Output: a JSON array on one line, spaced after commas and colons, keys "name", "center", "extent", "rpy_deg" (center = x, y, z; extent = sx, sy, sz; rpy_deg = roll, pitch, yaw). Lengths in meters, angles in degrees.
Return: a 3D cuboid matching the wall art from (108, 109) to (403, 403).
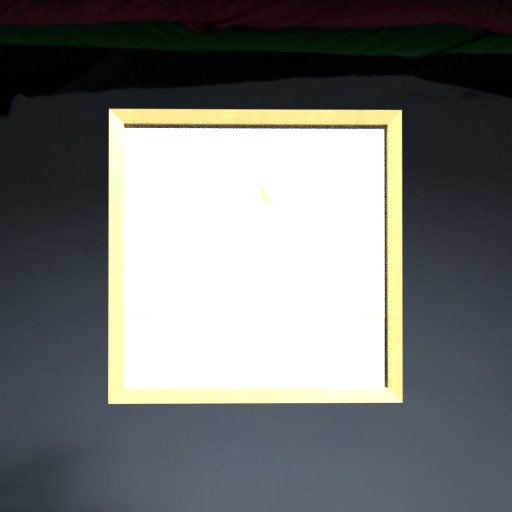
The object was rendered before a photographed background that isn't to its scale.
[{"name": "wall art", "center": [0.000, 0.000, 2.973], "extent": [1.935, 1.936, 0.097], "rpy_deg": [0, 0, -1]}]
